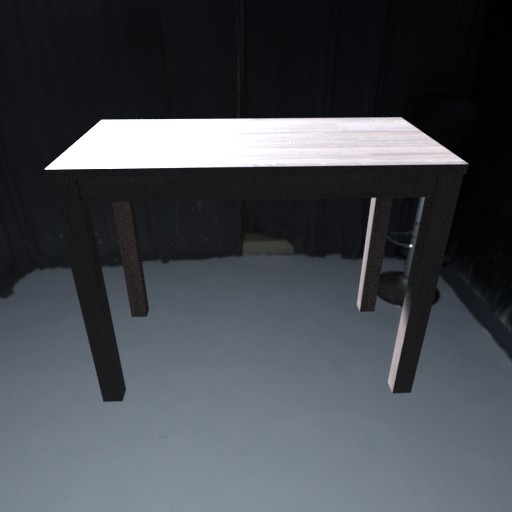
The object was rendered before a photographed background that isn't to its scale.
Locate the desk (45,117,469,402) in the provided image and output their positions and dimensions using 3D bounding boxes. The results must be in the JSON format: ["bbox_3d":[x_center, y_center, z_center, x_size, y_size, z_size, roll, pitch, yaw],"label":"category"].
[{"bbox_3d":[0.000,0.000,1.438,0.991,0.762,0.495,-1,30,-2],"label":"desk"}]
